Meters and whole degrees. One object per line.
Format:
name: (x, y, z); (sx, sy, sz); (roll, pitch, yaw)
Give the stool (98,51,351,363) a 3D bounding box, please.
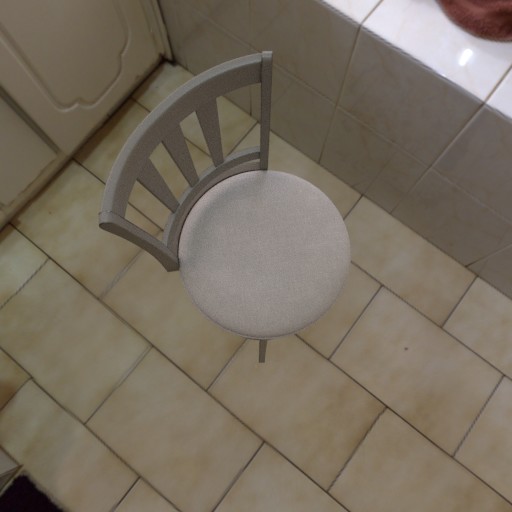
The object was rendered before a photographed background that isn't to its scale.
stool: (0.000, 0.000, 1.231); (0.486, 0.994, 0.450); (40, 79, 9)
